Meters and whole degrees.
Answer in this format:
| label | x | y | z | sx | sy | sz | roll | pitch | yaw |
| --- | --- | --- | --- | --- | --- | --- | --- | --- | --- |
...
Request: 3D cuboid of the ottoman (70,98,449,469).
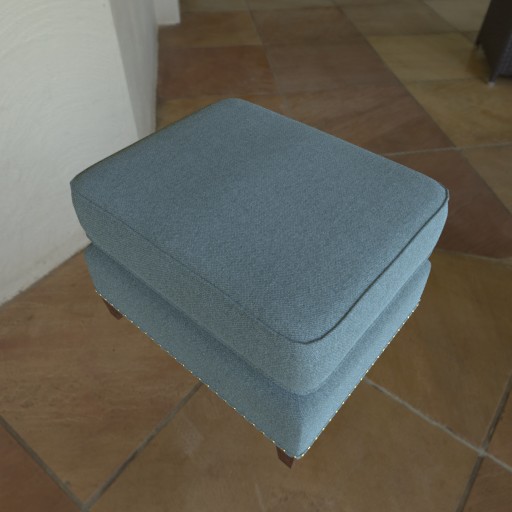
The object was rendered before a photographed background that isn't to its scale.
| label | x | y | z | sx | sy | sz | roll | pitch | yaw |
| --- | --- | --- | --- | --- | --- | --- | --- | --- | --- |
| ottoman | 0.000 | 0.000 | 1.144 | 0.738 | 0.537 | 0.589 | 32 | 54 | 27 |
